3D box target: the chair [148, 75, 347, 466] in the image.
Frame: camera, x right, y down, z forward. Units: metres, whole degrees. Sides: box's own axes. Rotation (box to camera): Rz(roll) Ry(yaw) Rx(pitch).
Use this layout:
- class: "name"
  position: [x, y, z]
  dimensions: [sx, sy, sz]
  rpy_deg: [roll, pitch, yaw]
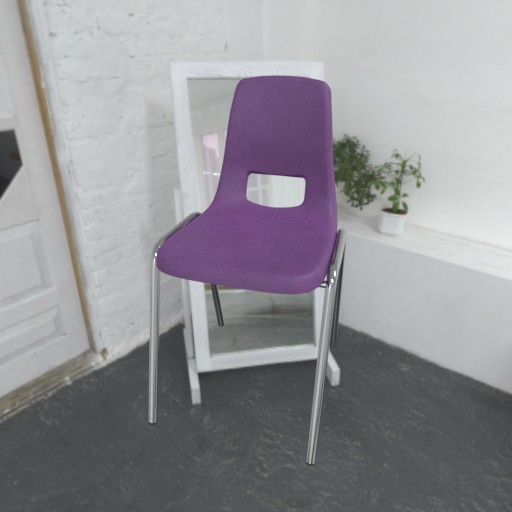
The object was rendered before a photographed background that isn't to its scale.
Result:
- class: "chair"
  position: [0.000, 0.000, 0.974]
  dimensions: [0.381, 0.704, 0.432]
  rpy_deg: [8, 28, 15]
